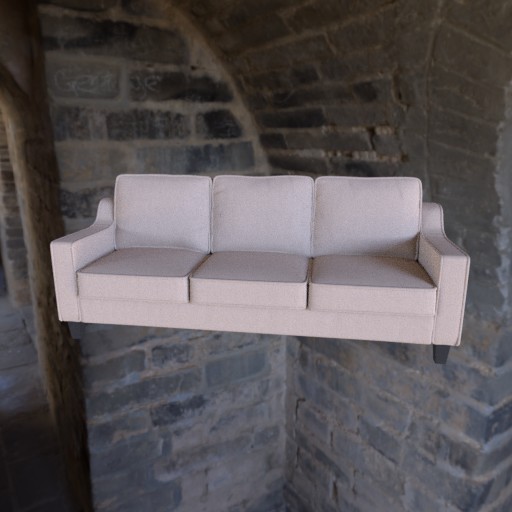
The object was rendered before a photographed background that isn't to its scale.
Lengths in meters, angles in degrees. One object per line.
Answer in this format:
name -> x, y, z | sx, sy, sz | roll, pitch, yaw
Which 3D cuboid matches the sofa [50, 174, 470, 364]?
sofa -> 0.000, 0.000, 2.585 | 2.131, 0.902, 0.791 | 2, 15, 8
